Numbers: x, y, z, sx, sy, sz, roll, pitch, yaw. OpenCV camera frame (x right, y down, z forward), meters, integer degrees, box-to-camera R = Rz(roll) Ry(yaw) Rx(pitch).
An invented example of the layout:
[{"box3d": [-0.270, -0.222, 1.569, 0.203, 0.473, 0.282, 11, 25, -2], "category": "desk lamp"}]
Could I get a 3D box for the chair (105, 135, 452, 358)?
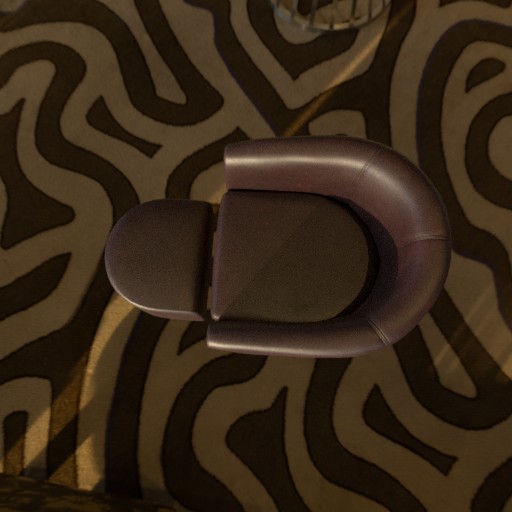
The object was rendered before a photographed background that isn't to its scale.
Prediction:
[{"box3d": [0.000, 0.000, 1.677, 1.176, 0.755, 0.737, 4, 76, 1], "category": "chair"}]
